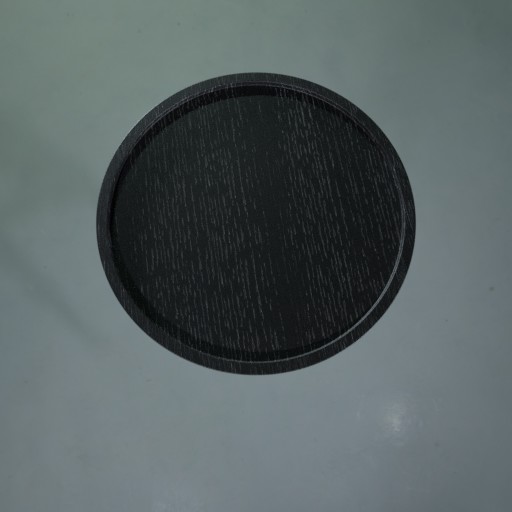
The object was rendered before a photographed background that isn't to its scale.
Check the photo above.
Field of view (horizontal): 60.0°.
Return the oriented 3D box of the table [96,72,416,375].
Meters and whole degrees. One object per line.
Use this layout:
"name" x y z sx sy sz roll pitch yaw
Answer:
"table" 0.000 0.000 0.777 0.399 0.460 0.399 0 76 0
